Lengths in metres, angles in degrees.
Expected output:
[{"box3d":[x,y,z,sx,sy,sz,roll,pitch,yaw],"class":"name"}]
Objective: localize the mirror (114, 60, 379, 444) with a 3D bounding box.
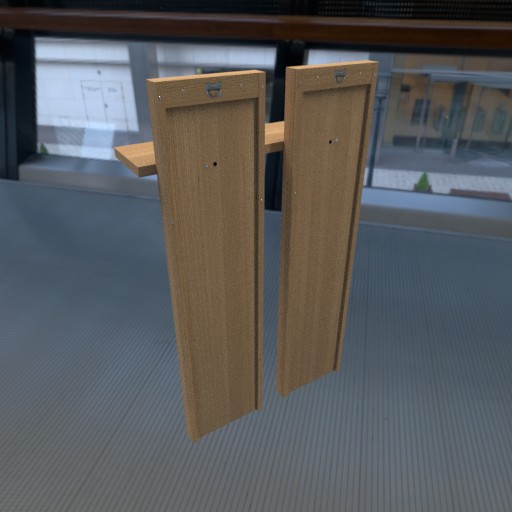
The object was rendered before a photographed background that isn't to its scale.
[{"box3d":[0.000,0.000,1.571,0.800,1.250,0.260,-17,34,-27],"class":"mirror"}]
